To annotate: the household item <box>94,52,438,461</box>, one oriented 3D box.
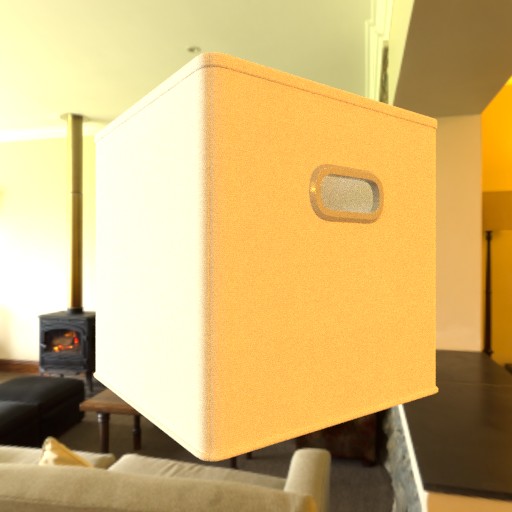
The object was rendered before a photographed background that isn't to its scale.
[{"bbox_3d":[0.000,0.000,0.533,0.305,0.305,0.305,0,0,-36],"label":"household item"}]
